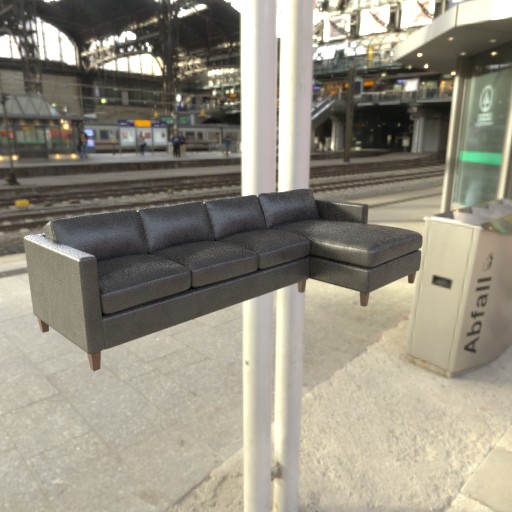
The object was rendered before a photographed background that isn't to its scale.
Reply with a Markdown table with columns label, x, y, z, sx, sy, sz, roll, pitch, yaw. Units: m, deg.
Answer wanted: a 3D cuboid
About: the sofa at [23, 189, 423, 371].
| label | x | y | z | sx | sy | sz | roll | pitch | yaw |
| --- | --- | --- | --- | --- | --- | --- | --- | --- | --- |
| sofa | 0.000 | 0.000 | 3.838 | 1.581 | 0.883 | 3.203 | 14 | 20 | 43 |
